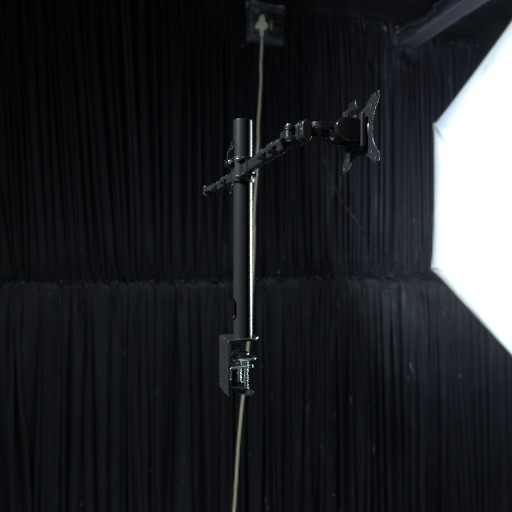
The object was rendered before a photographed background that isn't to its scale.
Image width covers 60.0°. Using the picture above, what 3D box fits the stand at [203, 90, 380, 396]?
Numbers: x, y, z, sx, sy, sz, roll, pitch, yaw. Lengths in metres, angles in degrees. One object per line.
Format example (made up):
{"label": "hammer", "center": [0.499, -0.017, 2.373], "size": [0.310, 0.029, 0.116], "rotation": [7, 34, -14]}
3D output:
{"label": "stand", "center": [0.000, 0.000, 1.000], "size": [0.150, 0.603, 0.743], "rotation": [0, 0, -18]}
